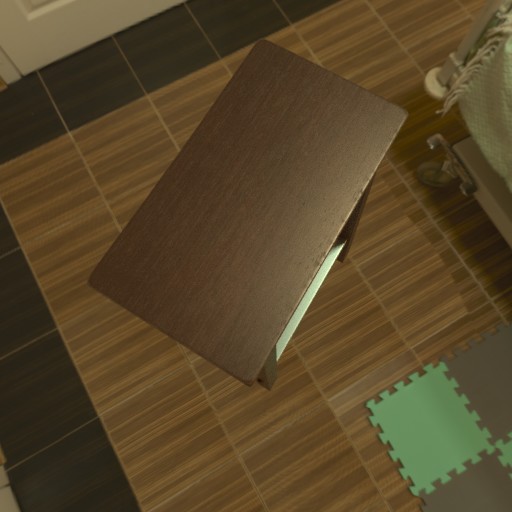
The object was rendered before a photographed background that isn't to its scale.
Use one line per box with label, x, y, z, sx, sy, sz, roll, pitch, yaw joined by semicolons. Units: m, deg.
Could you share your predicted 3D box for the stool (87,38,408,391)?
stool;0.000;0.000;0.844;0.322;0.610;0.406;30;77;8
